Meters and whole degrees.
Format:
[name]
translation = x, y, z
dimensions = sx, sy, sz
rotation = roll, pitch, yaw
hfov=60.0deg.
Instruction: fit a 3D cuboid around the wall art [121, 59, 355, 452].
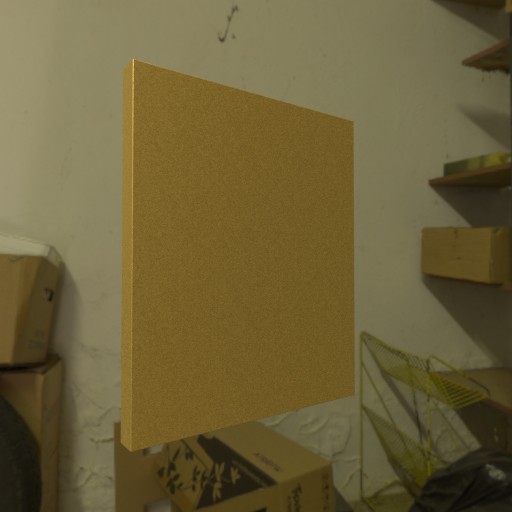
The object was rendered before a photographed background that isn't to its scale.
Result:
[wall art]
translation = 0.000, 0.000, 0.900
dimensions = 0.537, 0.642, 0.048
rotation = 1, -1, -36
